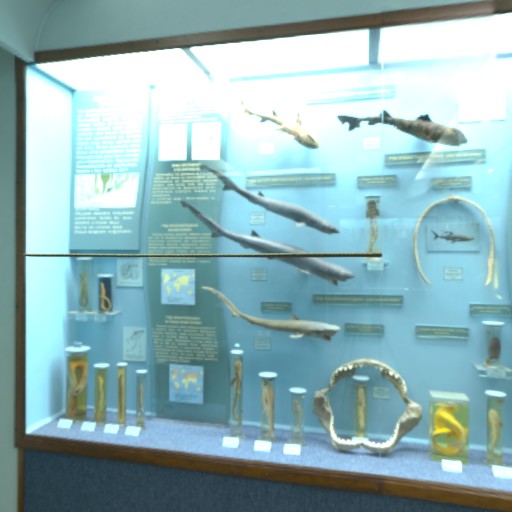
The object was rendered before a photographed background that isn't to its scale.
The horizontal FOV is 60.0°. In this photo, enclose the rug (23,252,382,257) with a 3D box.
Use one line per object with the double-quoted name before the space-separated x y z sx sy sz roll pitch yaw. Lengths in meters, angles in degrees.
"rug" 0.000 0.000 2.930 1.606 0.017 2.270 0 0 16
